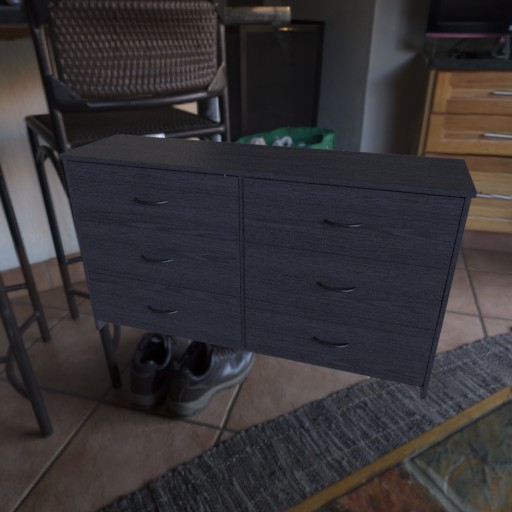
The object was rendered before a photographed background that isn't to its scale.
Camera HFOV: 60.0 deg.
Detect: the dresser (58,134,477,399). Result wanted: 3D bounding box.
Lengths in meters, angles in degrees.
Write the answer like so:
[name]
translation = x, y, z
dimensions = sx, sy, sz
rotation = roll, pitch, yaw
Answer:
[dresser]
translation = 0.000, 0.000, 1.693
dimensions = 1.360, 0.755, 0.401
rotation = 8, 28, 16
